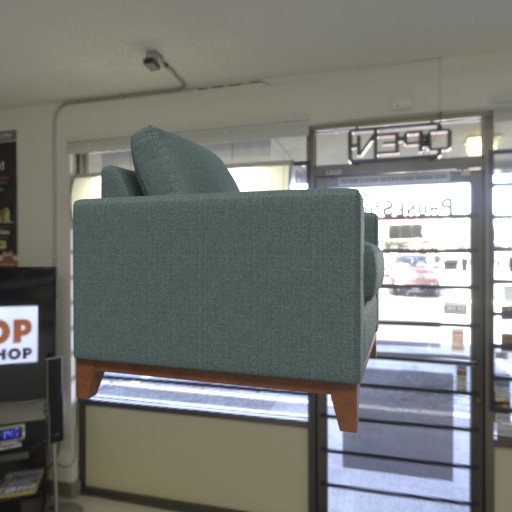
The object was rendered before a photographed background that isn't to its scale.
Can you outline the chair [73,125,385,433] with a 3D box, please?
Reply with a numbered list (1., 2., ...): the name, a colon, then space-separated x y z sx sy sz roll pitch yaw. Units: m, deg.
1. chair: 0.000 0.000 1.887 1.038 1.010 1.024 0 1 18
